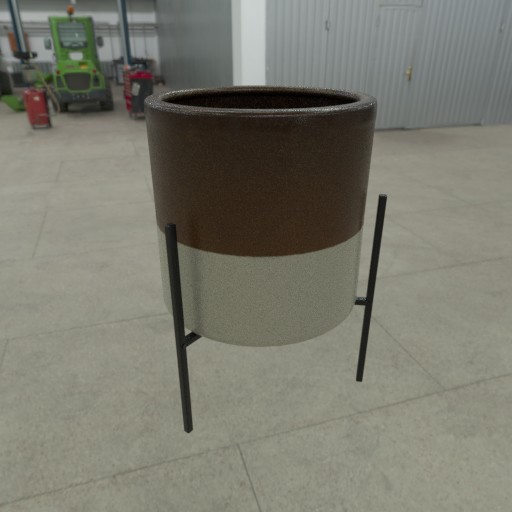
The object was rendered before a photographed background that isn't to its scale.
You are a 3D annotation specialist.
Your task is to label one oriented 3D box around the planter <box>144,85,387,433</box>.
[{"bbox_3d":[0.000,0.000,0.550,0.255,0.375,0.269,18,31,33],"label":"planter"}]
